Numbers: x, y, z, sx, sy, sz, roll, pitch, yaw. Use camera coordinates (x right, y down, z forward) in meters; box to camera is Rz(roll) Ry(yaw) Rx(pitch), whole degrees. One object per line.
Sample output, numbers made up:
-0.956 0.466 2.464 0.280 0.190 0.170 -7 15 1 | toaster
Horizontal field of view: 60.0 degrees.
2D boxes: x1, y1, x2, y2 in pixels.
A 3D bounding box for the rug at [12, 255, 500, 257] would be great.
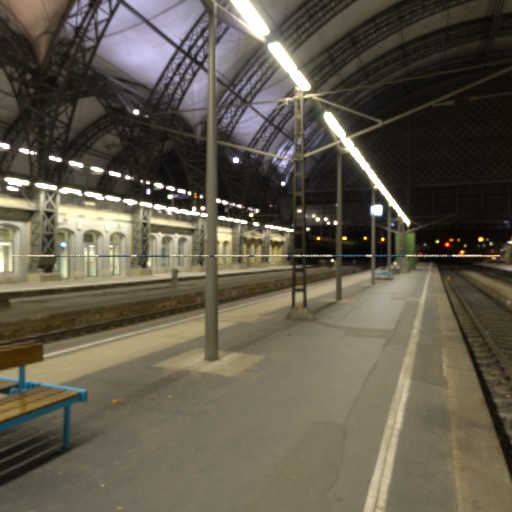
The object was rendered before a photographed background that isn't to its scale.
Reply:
0.000 0.000 2.975 2.441 0.010 1.532 0 0 1 | rug
